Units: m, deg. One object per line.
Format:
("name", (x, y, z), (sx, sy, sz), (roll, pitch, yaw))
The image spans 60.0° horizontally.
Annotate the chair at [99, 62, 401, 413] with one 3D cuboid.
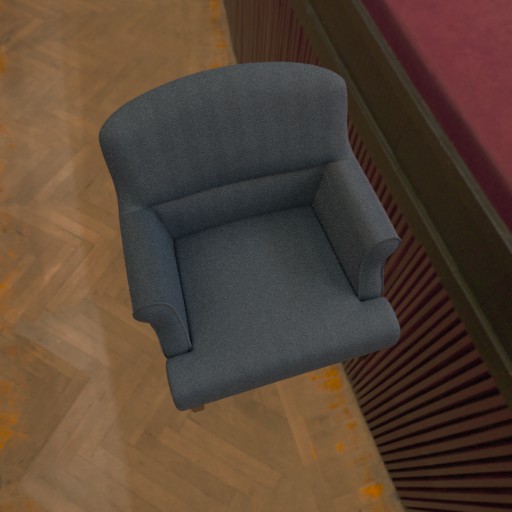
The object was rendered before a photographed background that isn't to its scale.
("chair", (0.000, 0.000, 1.426), (0.770, 0.878, 0.754), (-15, 64, -8))
